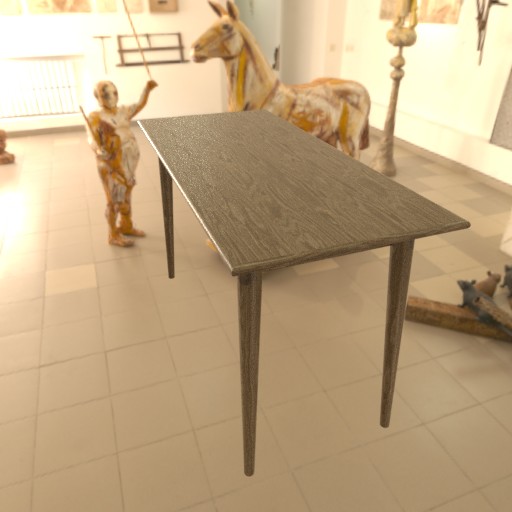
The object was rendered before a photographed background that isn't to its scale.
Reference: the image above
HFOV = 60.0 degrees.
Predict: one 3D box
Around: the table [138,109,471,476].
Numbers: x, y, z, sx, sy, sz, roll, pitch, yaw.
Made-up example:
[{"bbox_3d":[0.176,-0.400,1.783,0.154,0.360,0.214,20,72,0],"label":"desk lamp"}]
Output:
[{"bbox_3d":[0.000,0.000,1.680,0.599,0.780,1.300,-11,32,-18],"label":"table"}]
